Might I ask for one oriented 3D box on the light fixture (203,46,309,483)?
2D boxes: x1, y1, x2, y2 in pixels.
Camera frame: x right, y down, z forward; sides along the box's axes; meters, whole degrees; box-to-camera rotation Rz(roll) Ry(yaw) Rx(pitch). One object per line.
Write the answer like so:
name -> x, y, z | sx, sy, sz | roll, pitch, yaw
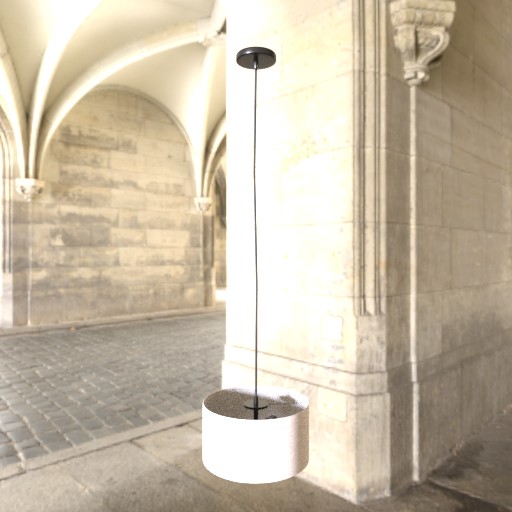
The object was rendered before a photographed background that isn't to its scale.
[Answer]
light fixture -> 0.000, 0.000, 1.677 | 0.399, 1.516, 0.399 | 0, 0, 0
